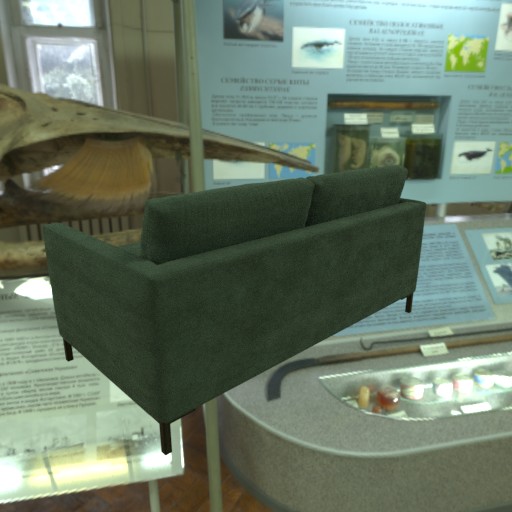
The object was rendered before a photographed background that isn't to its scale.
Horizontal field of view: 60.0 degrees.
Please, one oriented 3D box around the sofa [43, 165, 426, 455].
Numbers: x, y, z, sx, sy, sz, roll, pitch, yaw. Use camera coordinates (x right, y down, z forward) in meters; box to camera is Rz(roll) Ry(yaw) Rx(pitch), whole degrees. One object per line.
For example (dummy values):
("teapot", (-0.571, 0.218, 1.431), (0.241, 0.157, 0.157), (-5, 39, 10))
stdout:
("sofa", (0.000, 0.000, 2.131), (1.676, 0.817, 0.875), (-16, 23, -41))
